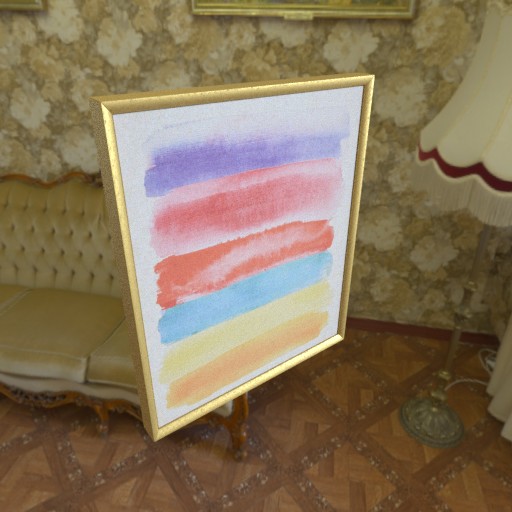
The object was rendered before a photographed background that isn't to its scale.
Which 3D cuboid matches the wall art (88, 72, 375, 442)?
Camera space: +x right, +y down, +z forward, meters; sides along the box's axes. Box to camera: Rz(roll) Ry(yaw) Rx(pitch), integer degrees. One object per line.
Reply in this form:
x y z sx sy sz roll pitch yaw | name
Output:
0.000 0.000 0.881 0.537 0.642 0.048 -19 34 -32 | wall art
